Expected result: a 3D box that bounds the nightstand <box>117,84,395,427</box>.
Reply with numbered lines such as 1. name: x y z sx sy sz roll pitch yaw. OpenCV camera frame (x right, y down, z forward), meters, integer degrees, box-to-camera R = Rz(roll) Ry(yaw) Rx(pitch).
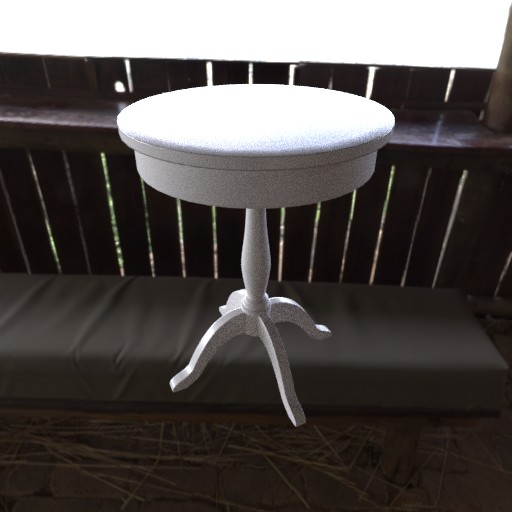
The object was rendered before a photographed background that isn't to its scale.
1. nightstand: 0.000 0.000 1.018 0.513 0.653 0.513 -9 33 -14
